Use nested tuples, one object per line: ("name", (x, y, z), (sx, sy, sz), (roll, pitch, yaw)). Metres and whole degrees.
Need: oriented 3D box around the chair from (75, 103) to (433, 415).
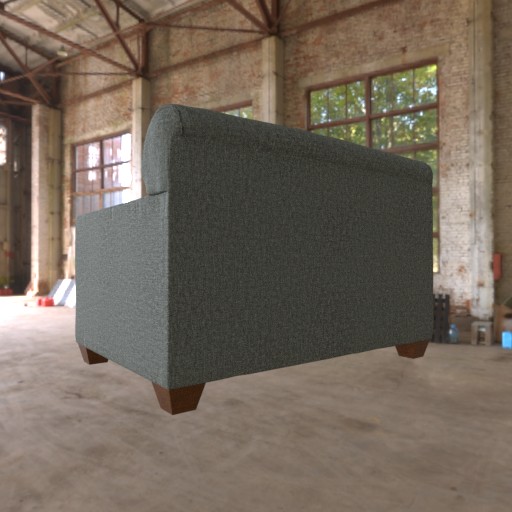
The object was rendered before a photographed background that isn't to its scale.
("chair", (0.000, 0.000, 2.050), (1.383, 0.948, 1.000), (0, -1, -37))
